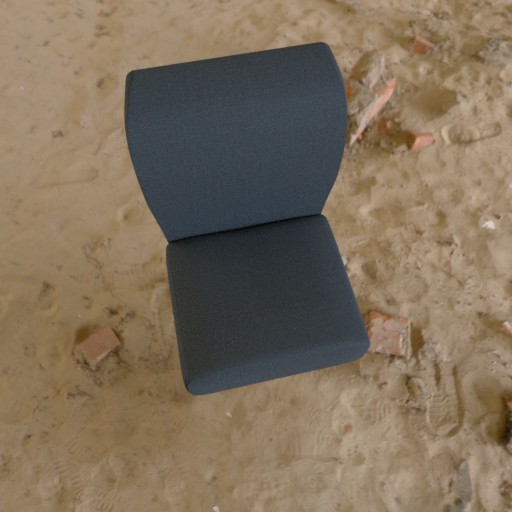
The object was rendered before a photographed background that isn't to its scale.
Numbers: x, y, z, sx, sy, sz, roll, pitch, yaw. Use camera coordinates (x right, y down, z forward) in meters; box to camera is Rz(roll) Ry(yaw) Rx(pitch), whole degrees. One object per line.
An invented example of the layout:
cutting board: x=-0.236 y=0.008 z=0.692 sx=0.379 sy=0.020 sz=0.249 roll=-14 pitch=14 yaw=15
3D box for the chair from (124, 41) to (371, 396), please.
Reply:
chair: x=0.000 y=0.000 z=1.182 sx=0.513 sy=0.804 sz=0.592 roll=-12 pitch=65 yaw=-6
